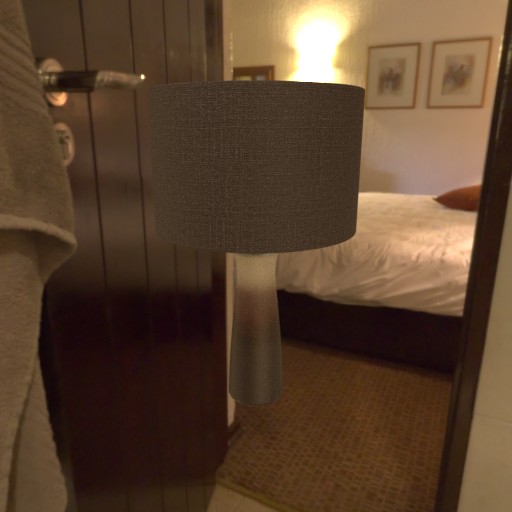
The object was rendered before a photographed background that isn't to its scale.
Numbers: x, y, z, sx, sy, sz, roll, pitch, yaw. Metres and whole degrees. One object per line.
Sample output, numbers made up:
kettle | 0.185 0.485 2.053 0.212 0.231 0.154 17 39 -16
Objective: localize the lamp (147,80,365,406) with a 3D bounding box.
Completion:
lamp | 0.000 0.000 0.699 0.303 0.488 0.303 0 16 0
